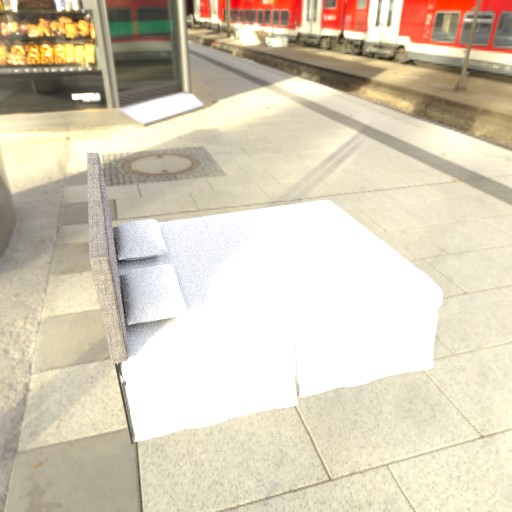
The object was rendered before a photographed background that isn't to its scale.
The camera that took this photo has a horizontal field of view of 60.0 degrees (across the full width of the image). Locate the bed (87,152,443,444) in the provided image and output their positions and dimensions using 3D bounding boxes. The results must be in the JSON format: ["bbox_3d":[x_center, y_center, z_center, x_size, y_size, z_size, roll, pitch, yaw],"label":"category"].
[{"bbox_3d":[0.000,0.000,3.004,1.958,1.168,1.621,-9,31,-16],"label":"bed"}]
